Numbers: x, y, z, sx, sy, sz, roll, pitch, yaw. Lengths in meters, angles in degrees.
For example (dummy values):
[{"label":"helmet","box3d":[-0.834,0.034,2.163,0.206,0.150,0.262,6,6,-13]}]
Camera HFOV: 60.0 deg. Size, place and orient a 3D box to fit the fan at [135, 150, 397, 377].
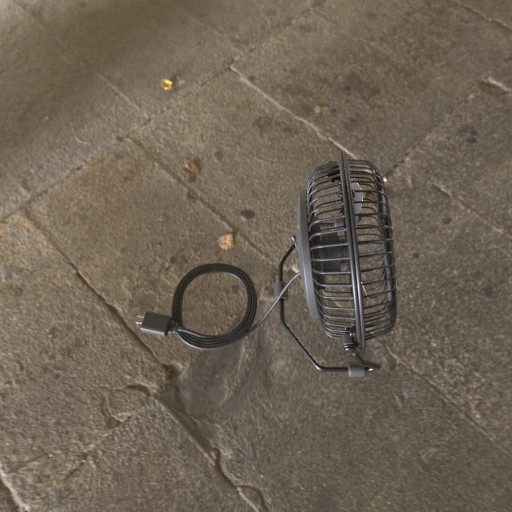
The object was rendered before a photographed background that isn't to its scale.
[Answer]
[{"label":"fan","box3d":[0.000,0.000,0.320,0.202,0.152,0.153,0,64,0]}]
